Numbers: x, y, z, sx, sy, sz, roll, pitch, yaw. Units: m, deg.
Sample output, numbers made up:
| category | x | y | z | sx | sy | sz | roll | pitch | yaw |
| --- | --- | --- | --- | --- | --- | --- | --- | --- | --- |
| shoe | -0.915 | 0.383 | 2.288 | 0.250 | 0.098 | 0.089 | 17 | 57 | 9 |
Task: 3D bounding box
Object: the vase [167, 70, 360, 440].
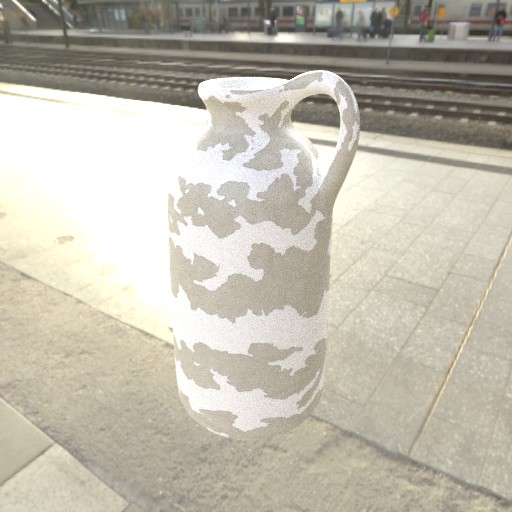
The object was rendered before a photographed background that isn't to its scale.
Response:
| category | x | y | z | sx | sy | sz | roll | pitch | yaw |
| --- | --- | --- | --- | --- | --- | --- | --- | --- | --- |
| vase | 0.000 | 0.000 | 0.484 | 0.203 | 0.382 | 0.186 | 17 | 33 | 28 |
